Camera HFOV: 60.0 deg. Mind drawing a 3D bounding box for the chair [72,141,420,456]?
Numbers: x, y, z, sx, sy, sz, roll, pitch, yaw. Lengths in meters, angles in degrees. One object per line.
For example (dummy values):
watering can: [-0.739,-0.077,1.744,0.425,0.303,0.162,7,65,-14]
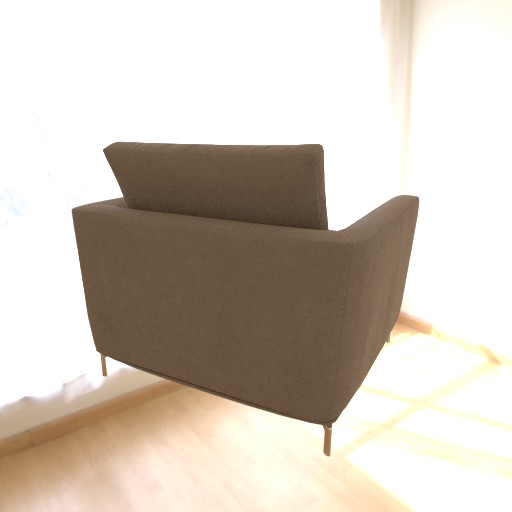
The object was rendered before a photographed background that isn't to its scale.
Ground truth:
chair: [0.000,0.000,1.681,1.041,0.864,0.889,9,19,27]
